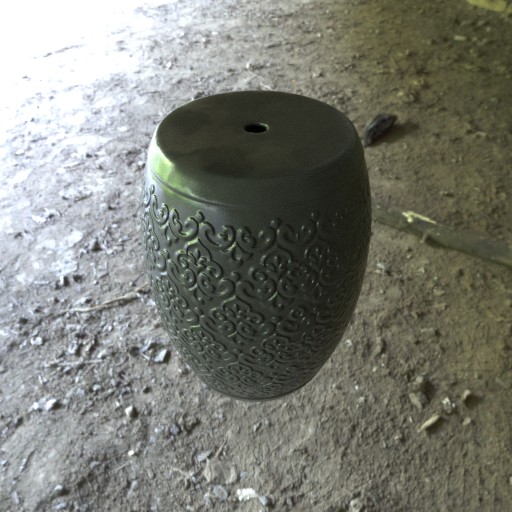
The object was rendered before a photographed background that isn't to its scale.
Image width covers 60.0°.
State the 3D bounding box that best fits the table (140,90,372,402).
[{"bbox_3d":[0.000,0.000,0.639,0.309,0.397,0.309,0,41,0],"label":"table"}]
